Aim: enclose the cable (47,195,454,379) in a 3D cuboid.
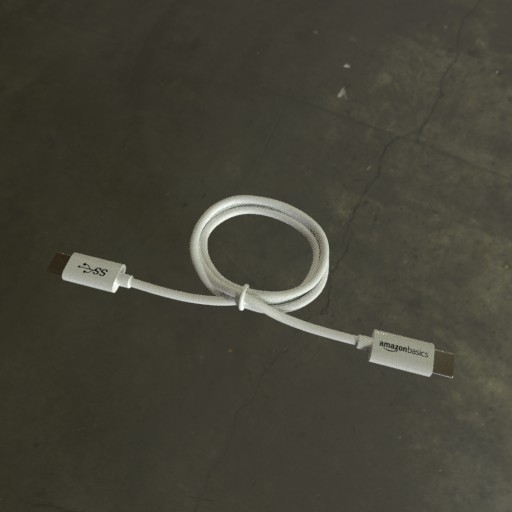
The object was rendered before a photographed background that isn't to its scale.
[{"bbox_3d":[0.000,0.000,0.209,0.186,0.014,0.070,13,61,8],"label":"cable"}]
